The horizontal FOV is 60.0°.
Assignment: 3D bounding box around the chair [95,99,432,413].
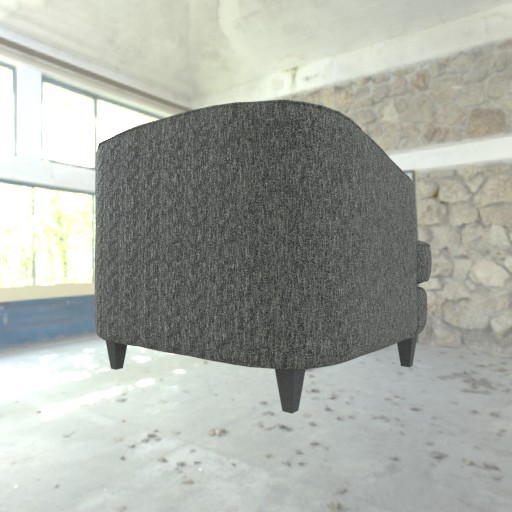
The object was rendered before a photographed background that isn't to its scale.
[{"bbox_3d":[0.000,0.000,1.725,1.104,0.852,0.941,0,-1,37],"label":"chair"}]
